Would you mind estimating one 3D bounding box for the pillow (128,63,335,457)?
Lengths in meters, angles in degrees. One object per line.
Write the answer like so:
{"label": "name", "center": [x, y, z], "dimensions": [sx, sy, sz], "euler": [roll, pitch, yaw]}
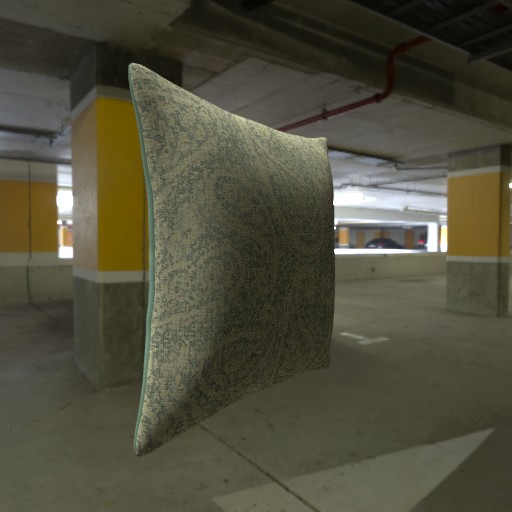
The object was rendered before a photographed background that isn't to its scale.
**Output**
{"label": "pillow", "center": [0.000, 0.000, 0.774], "dimensions": [0.166, 0.507, 0.526], "euler": [1, 2, 37]}
